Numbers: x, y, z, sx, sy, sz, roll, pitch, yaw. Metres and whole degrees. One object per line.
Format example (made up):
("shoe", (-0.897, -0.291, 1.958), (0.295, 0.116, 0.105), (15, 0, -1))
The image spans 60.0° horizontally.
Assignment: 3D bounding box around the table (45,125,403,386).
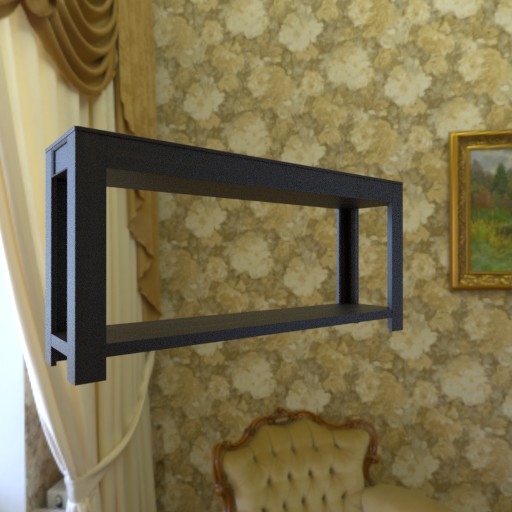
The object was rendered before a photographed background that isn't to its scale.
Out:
("table", (0.000, 0.000, 1.942), (1.631, 0.762, 0.384), (0, 0, -38))
